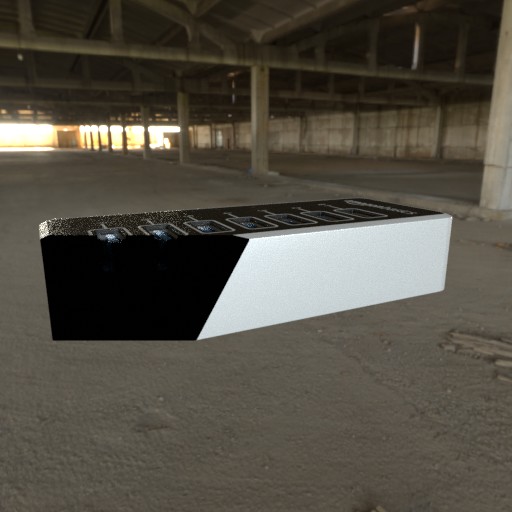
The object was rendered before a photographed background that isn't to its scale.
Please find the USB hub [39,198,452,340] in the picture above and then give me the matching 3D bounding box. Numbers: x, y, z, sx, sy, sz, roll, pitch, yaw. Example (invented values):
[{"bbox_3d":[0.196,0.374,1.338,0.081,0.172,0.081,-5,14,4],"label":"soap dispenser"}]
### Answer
[{"bbox_3d":[0.000,0.000,0.127,0.110,0.023,0.044,-7,16,-25],"label":"USB hub"}]
